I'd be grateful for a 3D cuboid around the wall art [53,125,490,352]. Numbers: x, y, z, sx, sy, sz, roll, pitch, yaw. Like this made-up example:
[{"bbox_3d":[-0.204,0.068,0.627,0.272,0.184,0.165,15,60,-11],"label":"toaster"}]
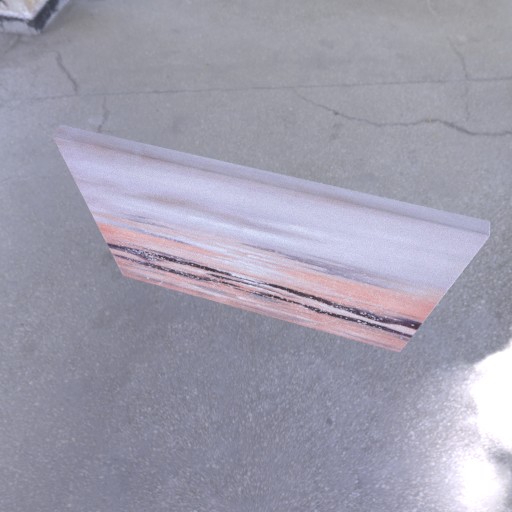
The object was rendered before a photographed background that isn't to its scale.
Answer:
[{"bbox_3d":[0.000,0.000,1.153,0.913,0.609,0.038,14,59,9],"label":"wall art"}]
